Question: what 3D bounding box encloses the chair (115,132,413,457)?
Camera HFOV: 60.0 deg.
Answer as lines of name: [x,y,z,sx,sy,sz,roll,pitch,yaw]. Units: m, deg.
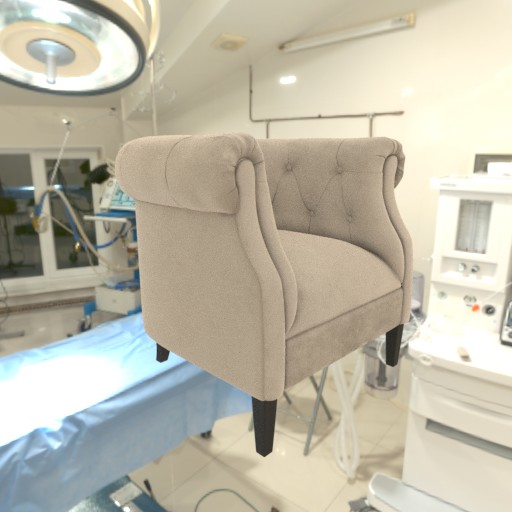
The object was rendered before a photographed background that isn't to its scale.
chair: [0.000,0.000,1.575,0.851,0.826,0.904,13,19,43]
